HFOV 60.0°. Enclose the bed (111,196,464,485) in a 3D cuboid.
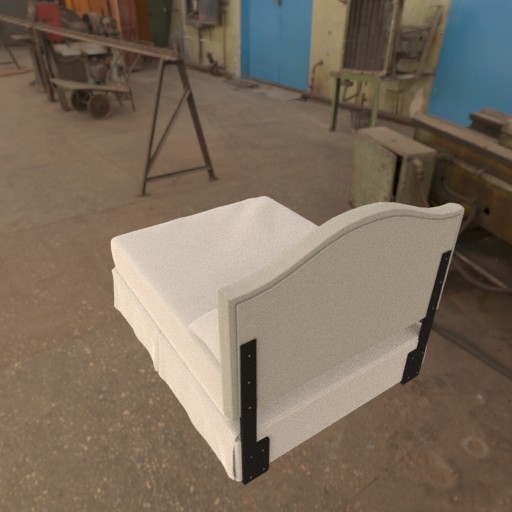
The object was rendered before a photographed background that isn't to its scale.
[{"bbox_3d":[0.000,0.000,3.423,1.813,1.607,2.180,-19,36,-28],"label":"bed"}]
